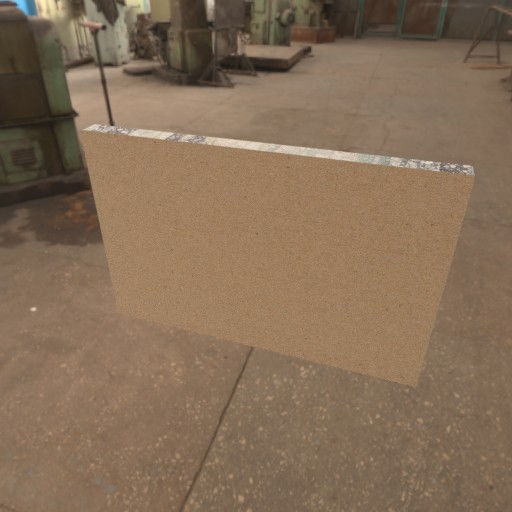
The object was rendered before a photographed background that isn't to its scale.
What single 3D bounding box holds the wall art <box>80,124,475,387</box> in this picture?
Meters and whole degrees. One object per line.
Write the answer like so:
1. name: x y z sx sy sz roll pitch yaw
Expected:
1. wall art: 0.000 0.000 0.784 0.618 0.398 0.042 11 34 17
